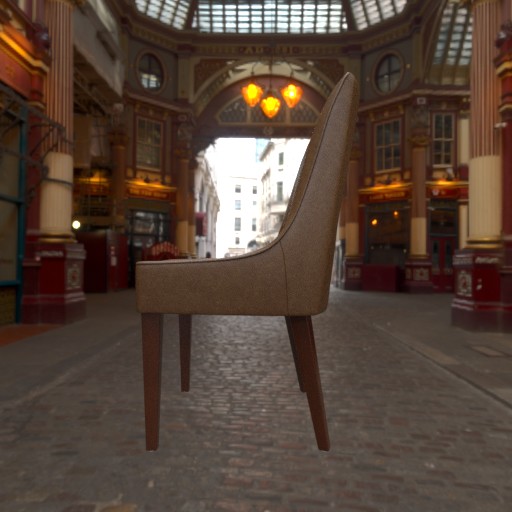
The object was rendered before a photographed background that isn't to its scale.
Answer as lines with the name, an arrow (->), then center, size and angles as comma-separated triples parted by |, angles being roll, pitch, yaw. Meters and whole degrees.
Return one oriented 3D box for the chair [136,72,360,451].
chair -> 0.000, 0.000, 1.201 | 0.544, 0.861, 0.529 | 0, 0, 1
